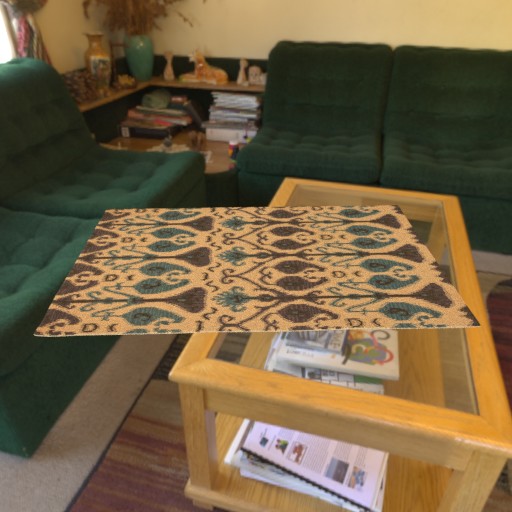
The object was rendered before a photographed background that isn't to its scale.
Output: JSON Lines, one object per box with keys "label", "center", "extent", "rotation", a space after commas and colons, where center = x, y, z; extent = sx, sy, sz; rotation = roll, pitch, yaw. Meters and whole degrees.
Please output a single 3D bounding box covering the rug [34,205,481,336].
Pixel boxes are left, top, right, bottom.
{"label": "rug", "center": [0.000, 0.000, 2.125], "extent": [1.698, 0.013, 1.072], "rotation": [-1, 32, -1]}
